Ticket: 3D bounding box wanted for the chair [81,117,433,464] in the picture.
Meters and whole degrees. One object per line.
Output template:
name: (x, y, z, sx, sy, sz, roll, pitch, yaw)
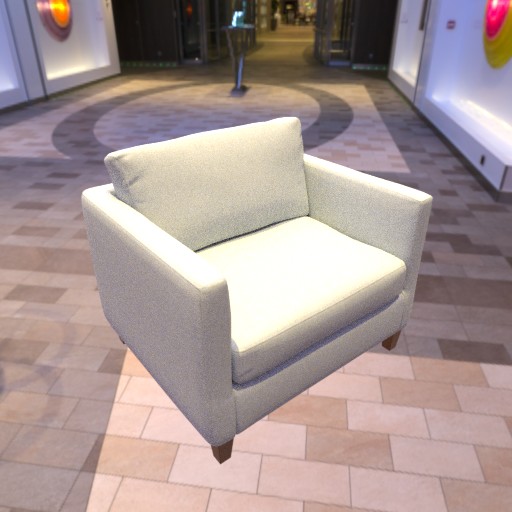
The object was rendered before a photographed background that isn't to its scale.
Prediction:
chair: (0.000, 0.000, 1.877, 1.107, 0.961, 0.953, -21, 35, -33)
